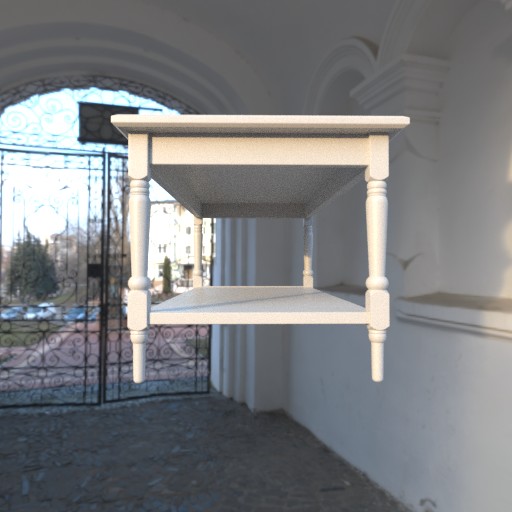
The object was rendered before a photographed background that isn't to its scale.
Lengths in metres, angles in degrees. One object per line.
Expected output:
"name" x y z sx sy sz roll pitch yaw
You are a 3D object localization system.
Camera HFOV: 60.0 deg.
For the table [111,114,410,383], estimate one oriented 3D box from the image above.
"table" 0.000 0.000 1.366 0.551 0.506 1.109 0 -1 -1
